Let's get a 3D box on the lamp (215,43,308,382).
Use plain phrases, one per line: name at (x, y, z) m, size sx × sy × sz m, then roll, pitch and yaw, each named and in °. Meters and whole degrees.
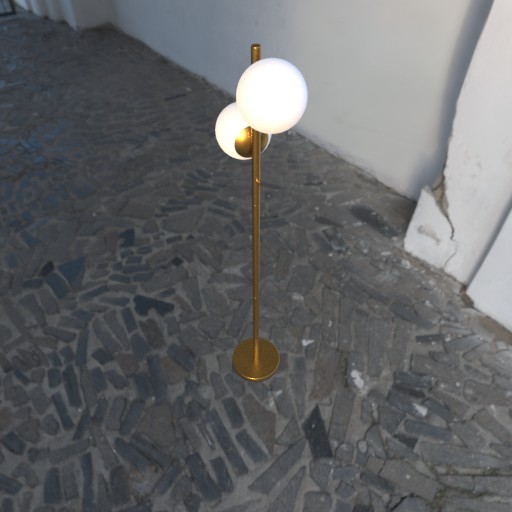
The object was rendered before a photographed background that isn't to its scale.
lamp at (0.000, 0.000, 1.776) m, size 0.249 × 1.641 × 0.419 m, roll -16°, pitch 49°, yaw -15°
